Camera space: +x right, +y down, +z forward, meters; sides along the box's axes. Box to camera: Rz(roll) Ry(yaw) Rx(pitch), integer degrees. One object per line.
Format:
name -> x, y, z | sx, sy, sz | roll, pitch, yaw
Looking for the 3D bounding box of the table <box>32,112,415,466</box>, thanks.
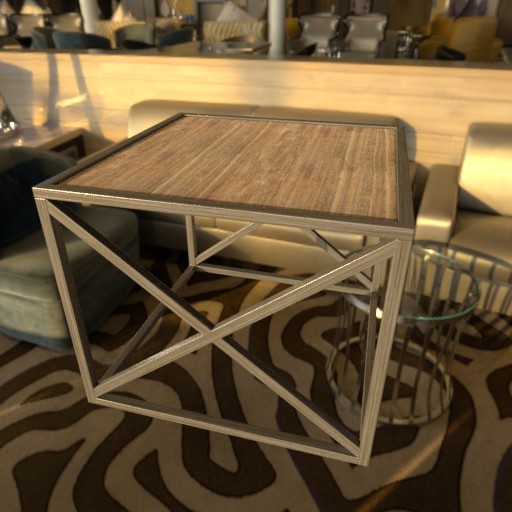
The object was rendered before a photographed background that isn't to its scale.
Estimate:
table -> 0.000, 0.000, 1.050 | 0.611, 0.507, 0.609 | 8, 31, 13
